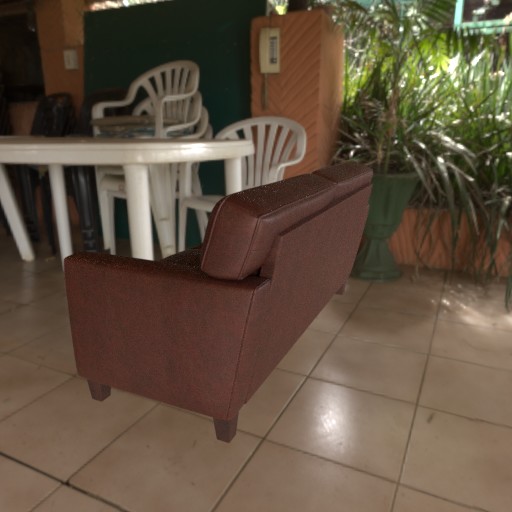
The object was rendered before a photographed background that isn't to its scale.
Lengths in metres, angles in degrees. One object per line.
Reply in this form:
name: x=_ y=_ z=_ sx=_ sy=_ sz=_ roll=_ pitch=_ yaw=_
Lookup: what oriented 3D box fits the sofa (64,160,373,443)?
sofa: x=0.000 y=0.000 z=2.400 sx=0.912 sy=0.928 sz=1.876 roll=7 pitch=18 yaw=24
